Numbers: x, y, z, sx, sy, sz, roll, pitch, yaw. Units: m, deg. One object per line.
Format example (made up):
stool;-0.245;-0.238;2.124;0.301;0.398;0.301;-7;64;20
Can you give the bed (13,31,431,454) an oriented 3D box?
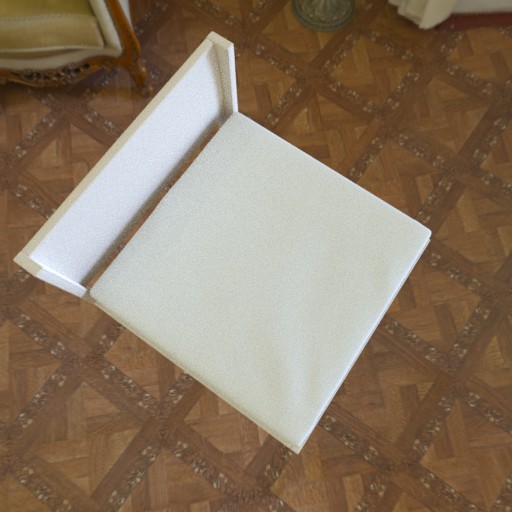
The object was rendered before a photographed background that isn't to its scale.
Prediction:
bed;0.000;0.000;3.568;2.293;1.471;2.145;34;77;9
